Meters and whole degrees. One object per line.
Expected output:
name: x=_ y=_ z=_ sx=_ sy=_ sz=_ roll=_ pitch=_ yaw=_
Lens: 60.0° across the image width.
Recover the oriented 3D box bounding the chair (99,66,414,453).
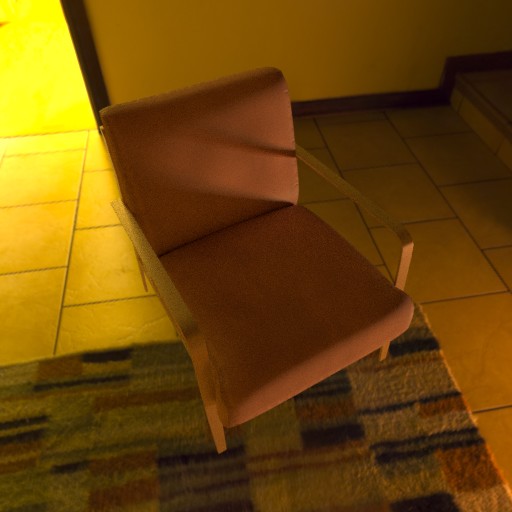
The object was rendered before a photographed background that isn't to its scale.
chair: x=0.000 y=0.000 z=1.445 sx=0.701 sy=0.823 sz=0.848 roll=-23 pitch=51 yaw=-20
